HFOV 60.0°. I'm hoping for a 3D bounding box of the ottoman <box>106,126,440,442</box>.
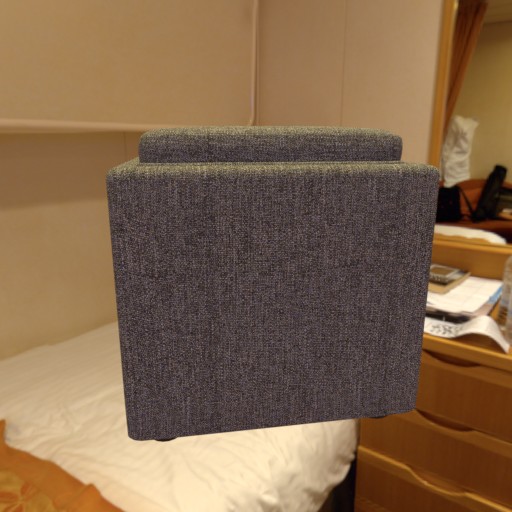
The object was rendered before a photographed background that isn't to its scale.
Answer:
[{"bbox_3d":[0.000,0.000,0.825,0.450,0.460,0.450,-2,15,-9],"label":"ottoman"}]
